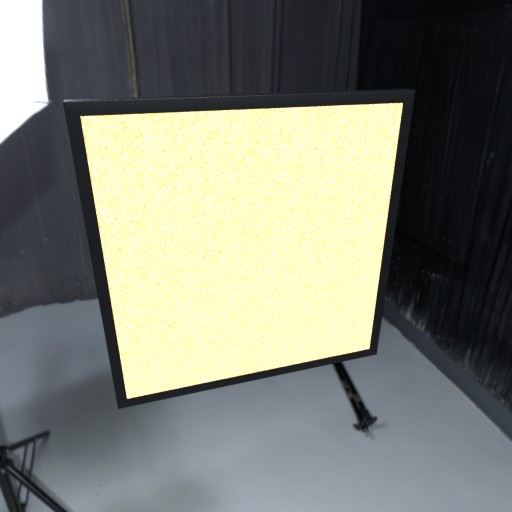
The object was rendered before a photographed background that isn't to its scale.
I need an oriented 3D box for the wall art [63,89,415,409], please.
[{"bbox_3d":[0.000,0.000,1.097,0.756,0.755,0.036,-8,27,-15],"label":"wall art"}]
